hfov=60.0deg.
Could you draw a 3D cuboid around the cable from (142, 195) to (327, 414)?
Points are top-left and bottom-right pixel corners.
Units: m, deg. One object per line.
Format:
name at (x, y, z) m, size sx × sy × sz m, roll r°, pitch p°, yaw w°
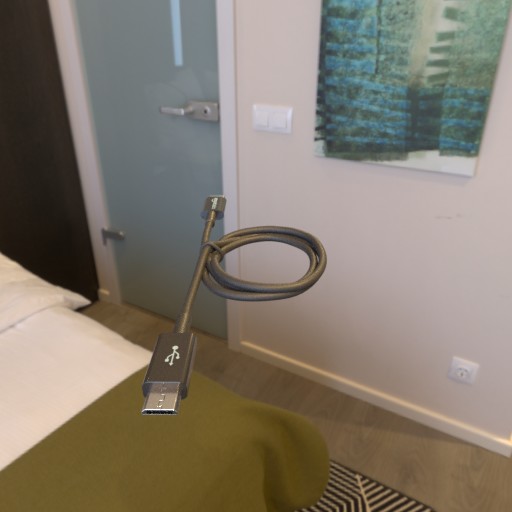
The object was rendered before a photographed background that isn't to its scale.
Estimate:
cable at (0.000, 0.000, 0.214) m, size 0.070 × 0.014 × 0.192 m, roll 0°, pitch 27°, yaw 0°
